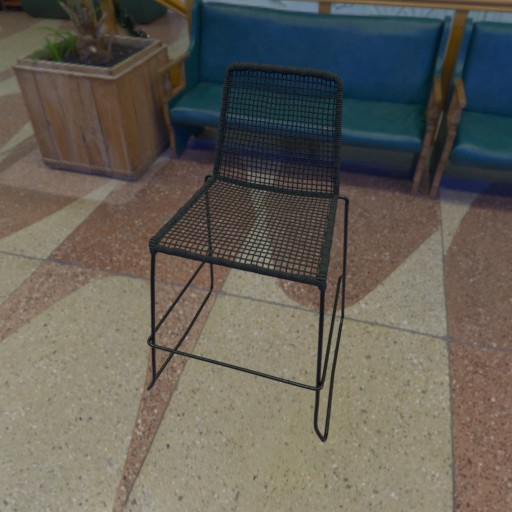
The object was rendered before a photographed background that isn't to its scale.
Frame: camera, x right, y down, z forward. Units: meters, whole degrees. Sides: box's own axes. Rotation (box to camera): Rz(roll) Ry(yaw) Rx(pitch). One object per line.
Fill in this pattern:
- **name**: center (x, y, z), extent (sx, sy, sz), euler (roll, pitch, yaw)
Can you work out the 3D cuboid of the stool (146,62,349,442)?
- **stool**: center (0.000, 0.000, 1.260), extent (0.590, 0.905, 0.509), euler (12, 42, 13)
